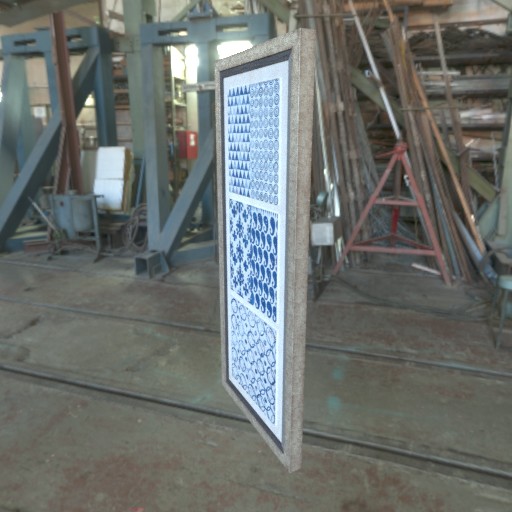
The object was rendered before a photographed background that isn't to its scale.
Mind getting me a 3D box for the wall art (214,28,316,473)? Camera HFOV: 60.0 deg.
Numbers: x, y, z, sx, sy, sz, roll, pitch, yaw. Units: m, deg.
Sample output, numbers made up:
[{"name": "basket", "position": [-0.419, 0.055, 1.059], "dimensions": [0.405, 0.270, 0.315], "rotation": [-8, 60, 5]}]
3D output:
[{"name": "wall art", "position": [0.000, 0.000, 1.696], "dimensions": [0.051, 1.461, 0.648], "rotation": [-8, 17, -25]}]
